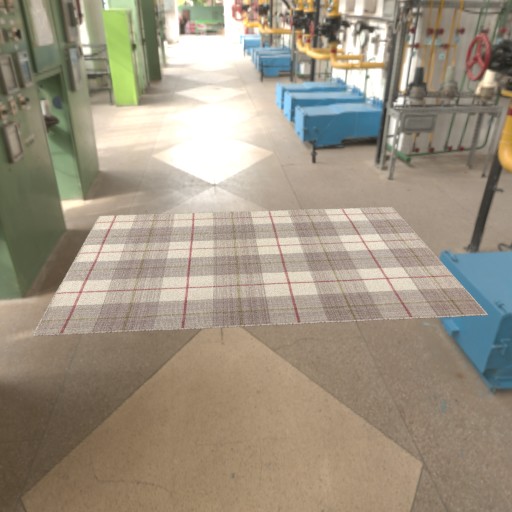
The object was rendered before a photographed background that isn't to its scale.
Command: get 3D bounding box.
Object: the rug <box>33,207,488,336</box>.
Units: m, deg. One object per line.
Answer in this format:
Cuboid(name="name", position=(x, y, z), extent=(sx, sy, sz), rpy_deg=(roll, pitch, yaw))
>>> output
Cuboid(name="rug", position=(0.000, 0.000, 3.050), extent=(2.464, 0.010, 1.549), rpy_deg=(-2, 29, -4))
